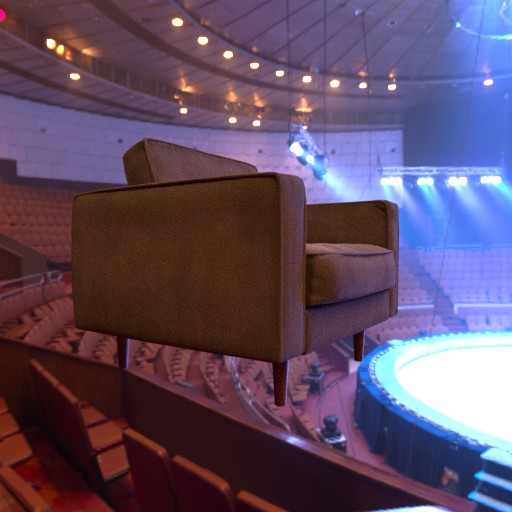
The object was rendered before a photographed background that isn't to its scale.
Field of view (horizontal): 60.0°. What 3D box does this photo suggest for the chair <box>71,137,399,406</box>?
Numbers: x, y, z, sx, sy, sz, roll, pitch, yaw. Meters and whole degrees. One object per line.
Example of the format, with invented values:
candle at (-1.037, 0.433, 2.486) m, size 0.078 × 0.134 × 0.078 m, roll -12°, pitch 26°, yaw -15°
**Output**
chair at (0.000, 0.000, 1.550) m, size 0.843 × 0.773 × 0.928 m, roll 1°, pitch 1°, yaw 34°
